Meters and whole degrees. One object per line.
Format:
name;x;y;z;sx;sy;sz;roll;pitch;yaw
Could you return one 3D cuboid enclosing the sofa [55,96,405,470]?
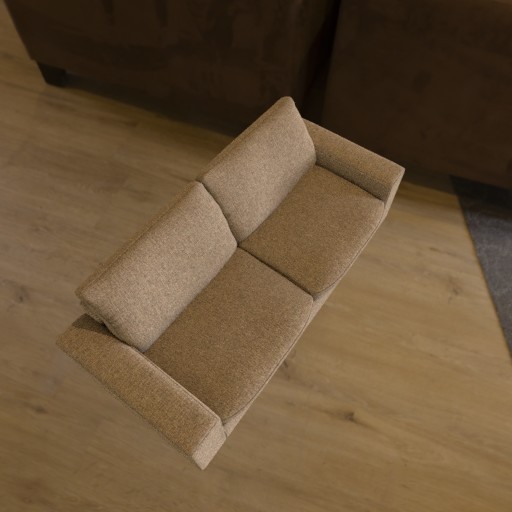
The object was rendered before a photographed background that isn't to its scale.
sofa;0.000;0.000;2.821;1.040;0.922;2.299;32;63;18
